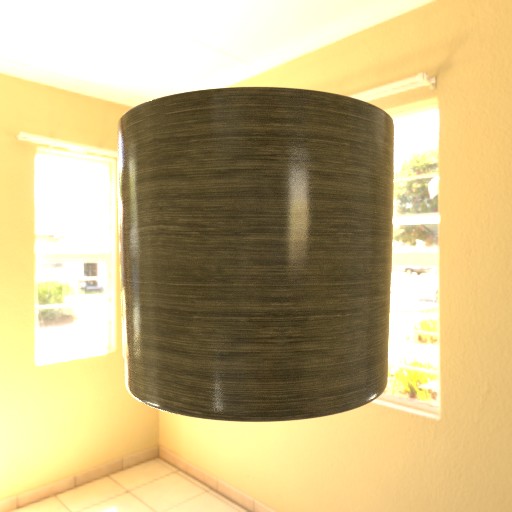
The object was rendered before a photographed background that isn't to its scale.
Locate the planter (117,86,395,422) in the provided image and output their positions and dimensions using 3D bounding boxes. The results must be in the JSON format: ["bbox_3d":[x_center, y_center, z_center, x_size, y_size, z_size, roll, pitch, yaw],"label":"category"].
[{"bbox_3d":[0.000,0.000,0.372,0.221,0.201,0.221,0,0,0],"label":"planter"}]
